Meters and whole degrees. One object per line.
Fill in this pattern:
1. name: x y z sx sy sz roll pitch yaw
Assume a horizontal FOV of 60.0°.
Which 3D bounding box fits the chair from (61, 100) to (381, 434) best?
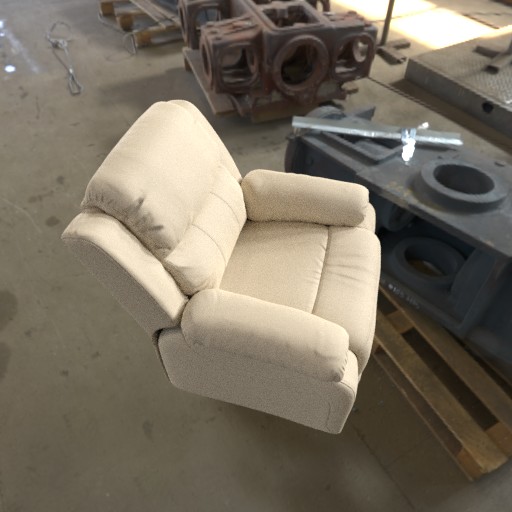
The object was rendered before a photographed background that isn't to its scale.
1. chair: 0.000 0.000 1.248 0.709 0.702 0.680 11 48 10
